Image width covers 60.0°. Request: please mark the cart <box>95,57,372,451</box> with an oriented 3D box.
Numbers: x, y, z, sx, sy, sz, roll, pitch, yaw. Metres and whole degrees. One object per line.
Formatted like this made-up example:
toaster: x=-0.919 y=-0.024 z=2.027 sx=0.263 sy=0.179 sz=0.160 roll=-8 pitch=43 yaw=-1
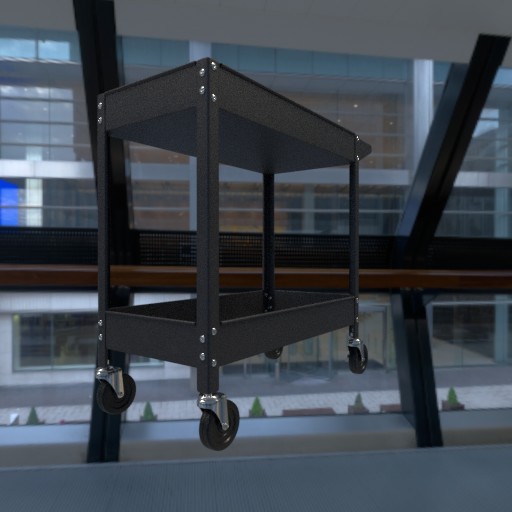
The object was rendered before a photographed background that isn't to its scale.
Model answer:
cart: x=0.000 y=0.000 z=1.199 sx=0.366 sy=0.719 sz=0.779 roll=0 pitch=1 yaw=36
